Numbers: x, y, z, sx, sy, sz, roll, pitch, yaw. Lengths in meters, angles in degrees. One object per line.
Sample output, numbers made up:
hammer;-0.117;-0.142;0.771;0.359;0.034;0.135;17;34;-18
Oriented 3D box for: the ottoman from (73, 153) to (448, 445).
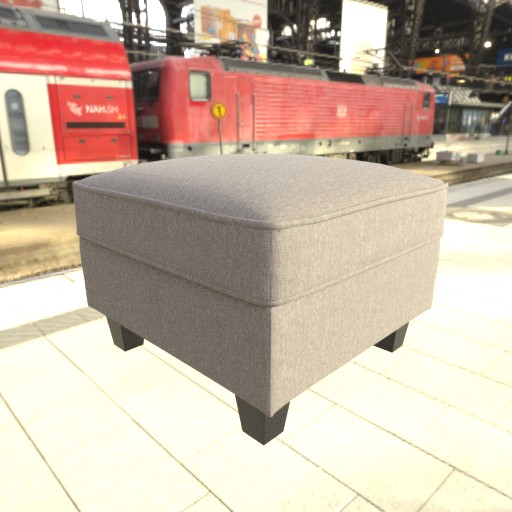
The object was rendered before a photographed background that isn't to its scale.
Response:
ottoman;0.000;0.000;1.380;0.871;0.612;0.808;16;23;42
